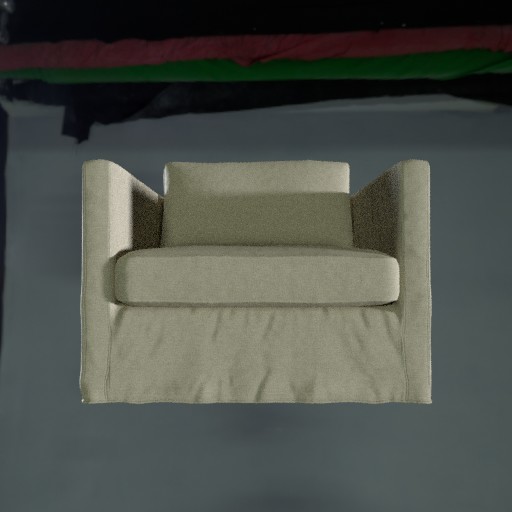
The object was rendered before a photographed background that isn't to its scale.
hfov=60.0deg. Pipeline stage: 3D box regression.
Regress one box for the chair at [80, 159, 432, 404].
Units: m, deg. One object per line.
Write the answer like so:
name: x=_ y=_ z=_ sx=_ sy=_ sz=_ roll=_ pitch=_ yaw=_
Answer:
chair: x=0.000 y=0.000 z=1.742 sx=1.057 sy=0.867 sz=0.949 roll=0 pitch=-1 yaw=0
